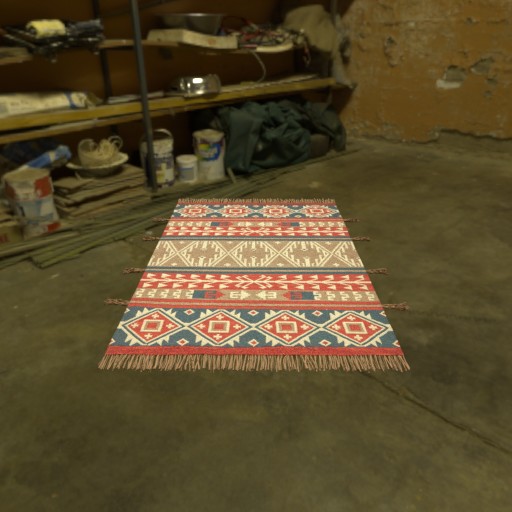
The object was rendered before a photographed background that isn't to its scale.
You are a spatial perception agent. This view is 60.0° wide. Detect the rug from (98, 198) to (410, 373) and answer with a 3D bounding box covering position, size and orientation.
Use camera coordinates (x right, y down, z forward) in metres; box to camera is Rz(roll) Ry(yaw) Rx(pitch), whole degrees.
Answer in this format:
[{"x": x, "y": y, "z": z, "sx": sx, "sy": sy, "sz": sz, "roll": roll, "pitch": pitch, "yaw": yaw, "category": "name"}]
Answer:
[{"x": 0.000, "y": 0.000, "z": 3.169, "sx": 1.778, "sy": 0.048, "sz": 2.450, "roll": 0, "pitch": 27, "yaw": 0, "category": "rug"}]
